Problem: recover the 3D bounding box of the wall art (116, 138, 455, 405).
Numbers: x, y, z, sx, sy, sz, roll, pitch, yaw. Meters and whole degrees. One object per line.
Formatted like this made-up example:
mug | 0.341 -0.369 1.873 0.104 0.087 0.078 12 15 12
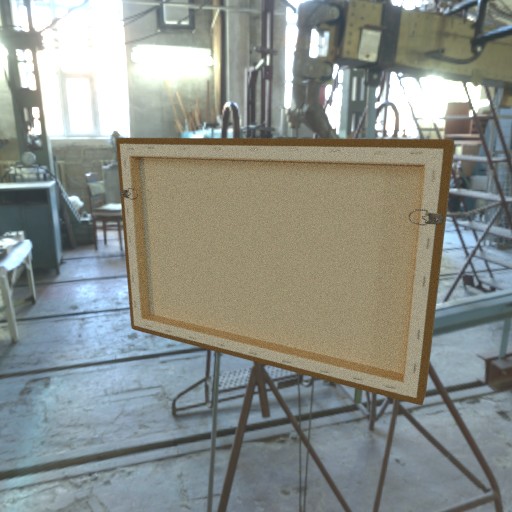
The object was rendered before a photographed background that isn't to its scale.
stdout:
wall art | 0.000 0.000 0.495 0.380 0.254 0.019 8 17 27
